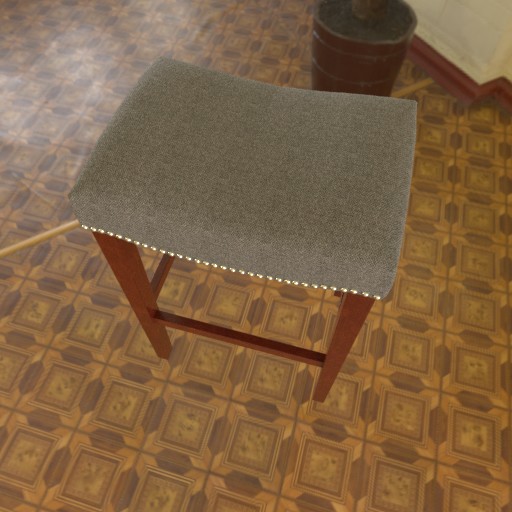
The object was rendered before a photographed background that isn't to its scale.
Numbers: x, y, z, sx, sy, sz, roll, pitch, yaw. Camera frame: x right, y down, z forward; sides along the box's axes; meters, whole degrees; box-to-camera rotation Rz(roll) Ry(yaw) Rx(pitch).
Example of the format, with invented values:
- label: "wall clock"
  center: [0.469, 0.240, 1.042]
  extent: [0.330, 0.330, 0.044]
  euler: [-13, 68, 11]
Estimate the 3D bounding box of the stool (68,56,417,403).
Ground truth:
- label: "stool"
  center: [0.000, 0.000, 1.010]
  extent: [0.504, 0.742, 0.372]
  euler: [13, 59, 8]
